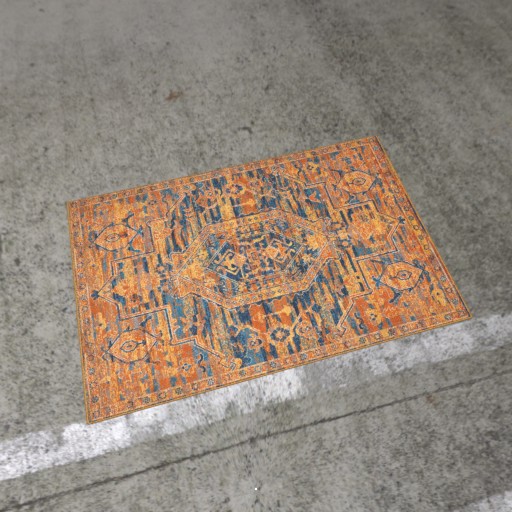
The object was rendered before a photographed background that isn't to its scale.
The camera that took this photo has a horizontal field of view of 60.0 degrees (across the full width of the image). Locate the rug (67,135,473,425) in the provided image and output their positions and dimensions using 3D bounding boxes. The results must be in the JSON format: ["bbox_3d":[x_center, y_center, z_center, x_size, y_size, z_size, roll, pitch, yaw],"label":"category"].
[{"bbox_3d":[0.000,0.000,2.188,1.758,0.013,1.148,-14,63,-7],"label":"rug"}]
